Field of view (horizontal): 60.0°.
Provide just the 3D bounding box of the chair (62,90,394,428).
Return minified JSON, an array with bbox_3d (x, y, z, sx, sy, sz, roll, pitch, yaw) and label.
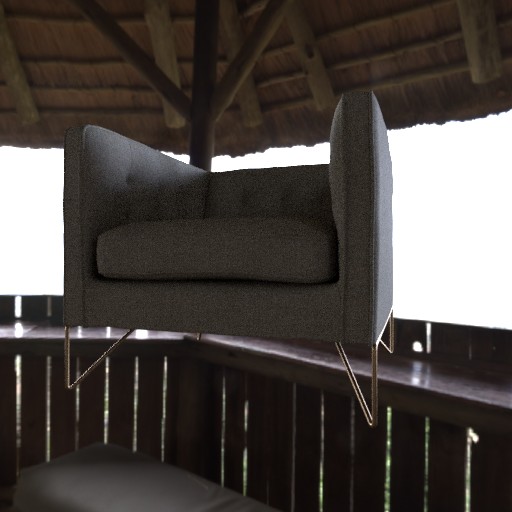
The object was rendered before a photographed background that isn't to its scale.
[{"bbox_3d":[0.000,0.000,1.569,0.920,0.799,0.912,0,0,20],"label":"chair"}]
